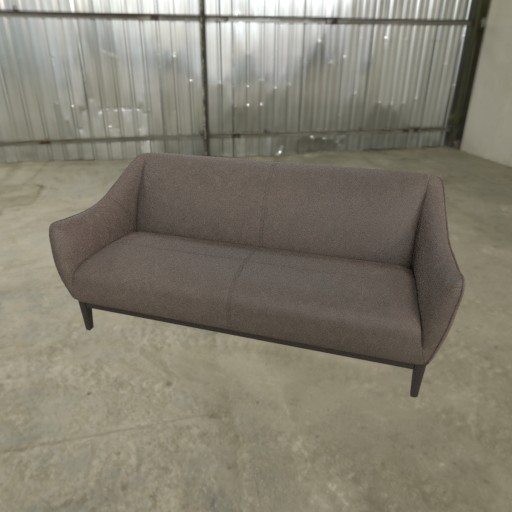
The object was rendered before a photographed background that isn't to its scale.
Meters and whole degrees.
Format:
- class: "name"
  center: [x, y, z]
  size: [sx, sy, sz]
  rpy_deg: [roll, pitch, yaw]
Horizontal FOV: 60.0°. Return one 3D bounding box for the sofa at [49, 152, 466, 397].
- class: "sofa"
  center: [0.000, 0.000, 2.364]
  size: [1.928, 0.831, 0.869]
  rpy_deg: [8, 27, 16]
